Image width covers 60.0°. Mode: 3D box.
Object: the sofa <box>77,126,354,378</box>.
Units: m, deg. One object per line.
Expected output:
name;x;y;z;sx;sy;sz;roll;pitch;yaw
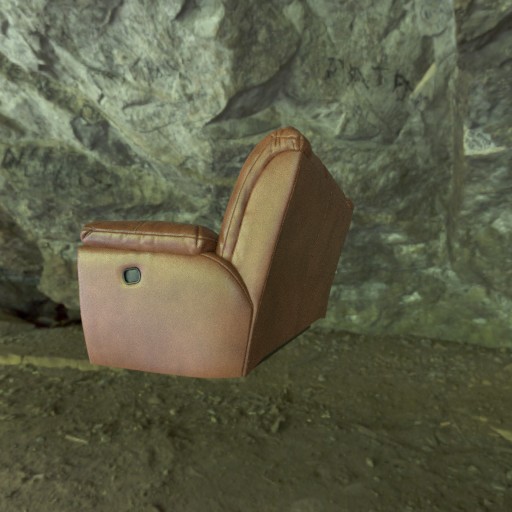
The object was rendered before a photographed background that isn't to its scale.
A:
sofa;0.000;0.000;2.645;0.991;1.043;2.058;0;-1;18
